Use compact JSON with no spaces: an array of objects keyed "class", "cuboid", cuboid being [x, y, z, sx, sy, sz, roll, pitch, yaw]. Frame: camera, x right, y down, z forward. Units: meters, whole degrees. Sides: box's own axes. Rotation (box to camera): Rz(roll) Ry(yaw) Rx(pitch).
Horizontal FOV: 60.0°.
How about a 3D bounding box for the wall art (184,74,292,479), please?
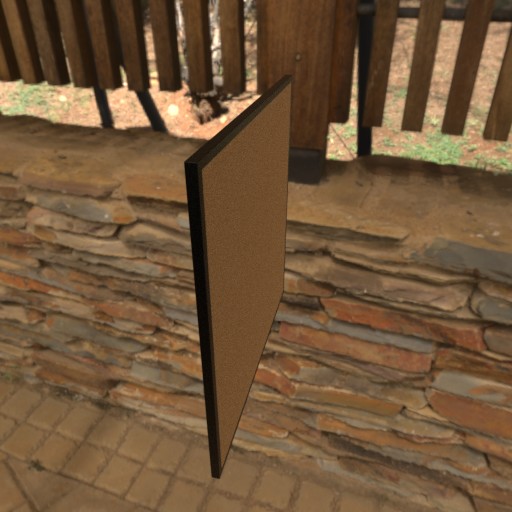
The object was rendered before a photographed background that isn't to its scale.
[{"class":"wall art","cuboid":[0.000,0.000,0.690,0.012,0.458,0.457,8,32,12]}]
